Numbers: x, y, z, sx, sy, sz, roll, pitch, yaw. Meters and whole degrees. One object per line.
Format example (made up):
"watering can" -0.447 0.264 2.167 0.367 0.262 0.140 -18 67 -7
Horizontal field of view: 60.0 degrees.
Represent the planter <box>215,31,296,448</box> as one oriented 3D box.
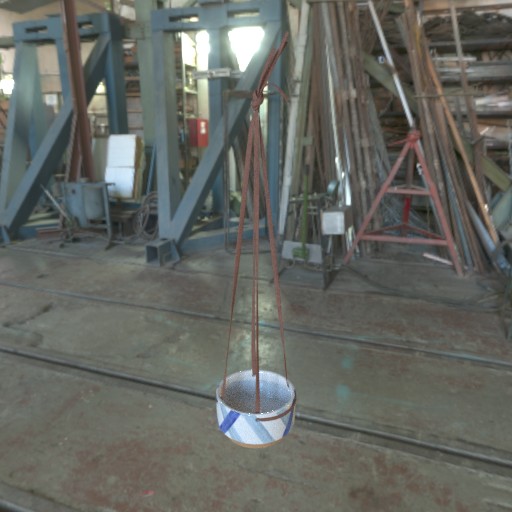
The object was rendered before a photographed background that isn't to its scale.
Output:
"planter" 0.000 0.000 0.825 0.166 0.751 0.166 -8 19 -24
